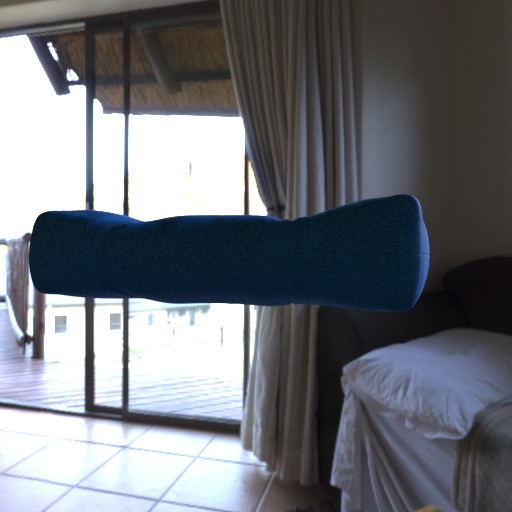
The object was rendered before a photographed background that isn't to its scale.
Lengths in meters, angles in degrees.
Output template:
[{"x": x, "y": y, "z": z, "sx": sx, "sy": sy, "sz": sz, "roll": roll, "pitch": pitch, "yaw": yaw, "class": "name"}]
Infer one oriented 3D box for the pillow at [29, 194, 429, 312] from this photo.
[{"x": 0.000, "y": 0.000, "z": 0.709, "sx": 0.490, "sy": 0.128, "sz": 0.468, "roll": 0, "pitch": 0, "yaw": 17, "class": "pillow"}]
